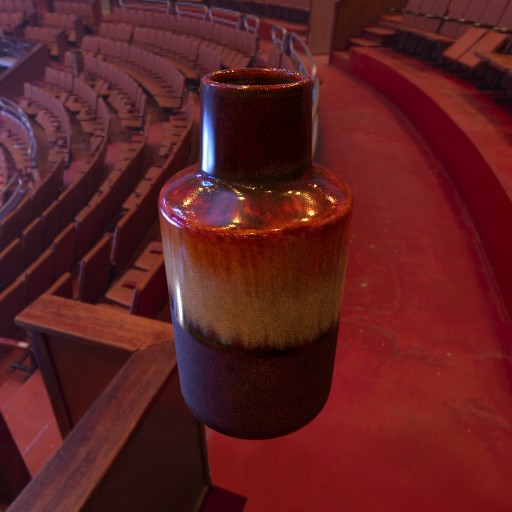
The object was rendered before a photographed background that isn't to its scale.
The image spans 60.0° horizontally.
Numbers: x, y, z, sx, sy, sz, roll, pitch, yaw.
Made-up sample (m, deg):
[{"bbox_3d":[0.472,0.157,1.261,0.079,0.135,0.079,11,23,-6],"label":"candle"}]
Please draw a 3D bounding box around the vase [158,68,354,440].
[{"bbox_3d":[0.000,0.000,0.267,0.108,0.204,0.108,0,31,0],"label":"vase"}]
